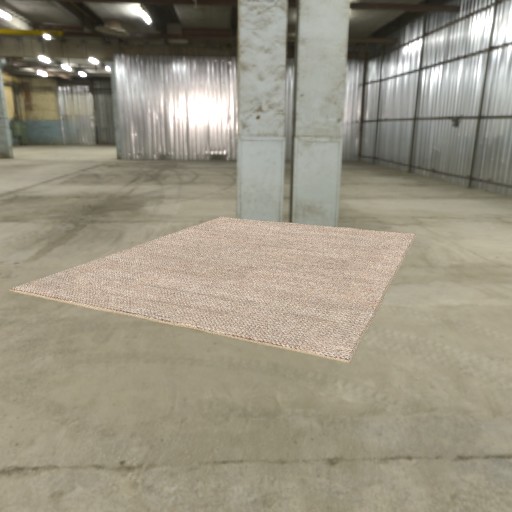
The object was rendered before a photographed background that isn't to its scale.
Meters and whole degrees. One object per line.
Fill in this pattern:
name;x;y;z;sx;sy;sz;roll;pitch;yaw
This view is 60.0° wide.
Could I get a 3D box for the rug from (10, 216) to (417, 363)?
rug;0.000;0.000;3.960;2.429;0.030;3.052;7;17;24
